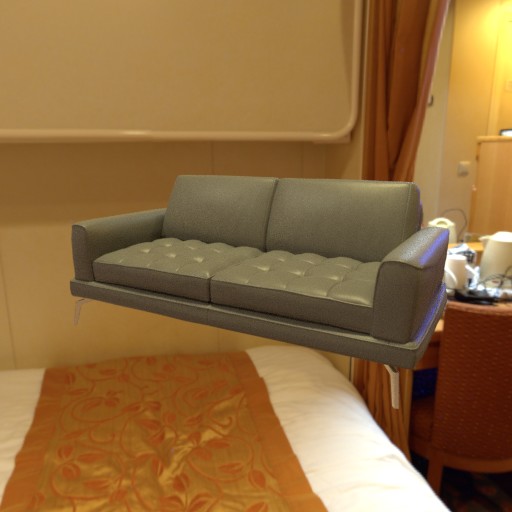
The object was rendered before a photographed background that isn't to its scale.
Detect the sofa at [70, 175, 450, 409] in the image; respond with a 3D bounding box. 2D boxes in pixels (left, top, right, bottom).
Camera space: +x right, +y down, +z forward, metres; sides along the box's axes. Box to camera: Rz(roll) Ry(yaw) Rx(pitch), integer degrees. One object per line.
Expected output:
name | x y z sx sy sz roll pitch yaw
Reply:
sofa | 0.000 0.000 2.757 2.177 0.930 1.121 7 15 28
